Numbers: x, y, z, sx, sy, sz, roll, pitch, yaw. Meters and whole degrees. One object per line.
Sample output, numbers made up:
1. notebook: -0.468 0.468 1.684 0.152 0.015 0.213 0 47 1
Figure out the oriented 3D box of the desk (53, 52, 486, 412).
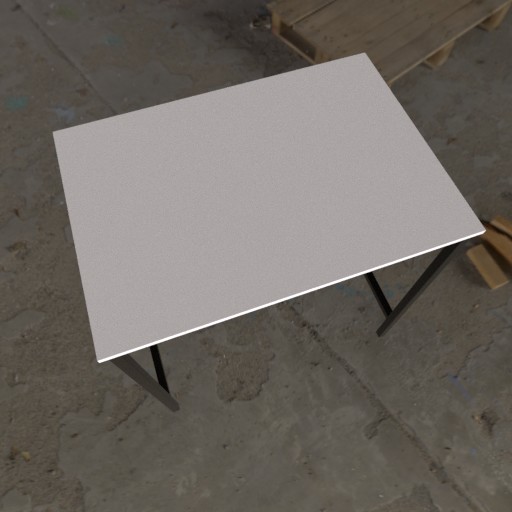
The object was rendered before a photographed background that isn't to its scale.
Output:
1. desk: 0.000 0.000 1.324 0.811 0.766 0.573 -18 65 -9
